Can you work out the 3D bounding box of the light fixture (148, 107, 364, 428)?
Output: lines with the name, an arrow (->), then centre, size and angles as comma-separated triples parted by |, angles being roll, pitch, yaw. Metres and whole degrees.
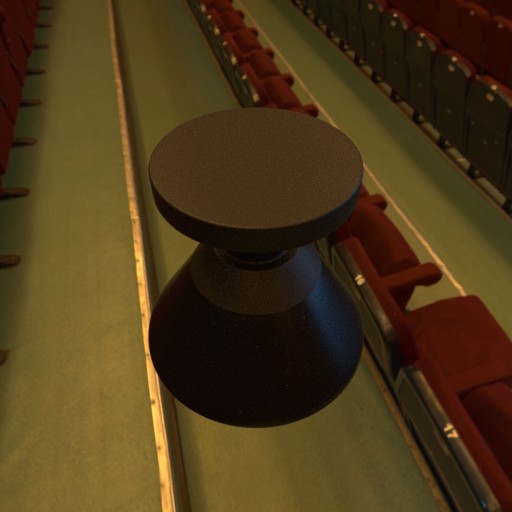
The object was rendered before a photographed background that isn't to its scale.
light fixture -> 0.000, 0.000, 0.354 | 0.200, 0.183, 0.200 | 0, 45, 0
